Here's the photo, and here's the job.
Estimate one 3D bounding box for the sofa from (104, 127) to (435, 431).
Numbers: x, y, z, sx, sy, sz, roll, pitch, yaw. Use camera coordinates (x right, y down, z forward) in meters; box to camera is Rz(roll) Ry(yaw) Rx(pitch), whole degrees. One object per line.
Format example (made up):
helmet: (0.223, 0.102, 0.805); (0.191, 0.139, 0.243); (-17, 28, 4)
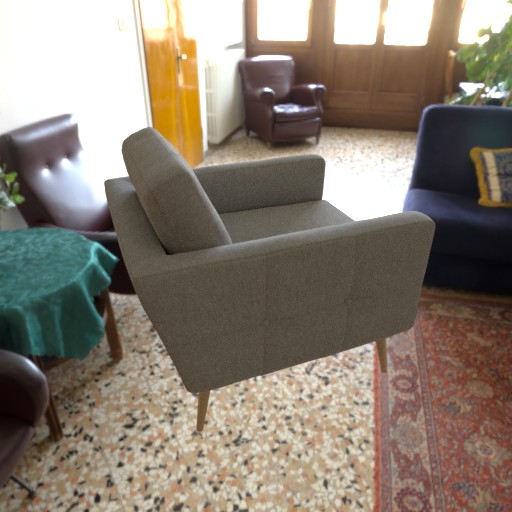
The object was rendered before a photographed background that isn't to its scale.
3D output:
sofa: (0.000, 0.000, 1.574); (0.920, 0.860, 0.770); (-11, 31, -19)
